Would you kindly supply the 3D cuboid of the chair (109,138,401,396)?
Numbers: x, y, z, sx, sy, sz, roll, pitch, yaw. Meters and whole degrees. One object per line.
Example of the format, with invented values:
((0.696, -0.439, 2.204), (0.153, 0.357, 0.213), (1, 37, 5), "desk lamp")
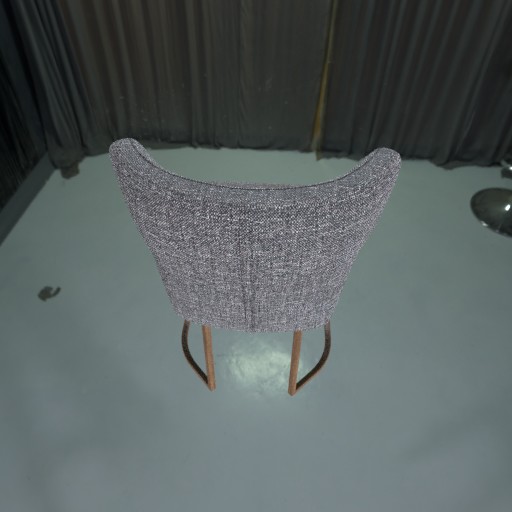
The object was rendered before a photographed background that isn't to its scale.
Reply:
((0.000, 0.000, 1.250), (0.611, 0.824, 0.617), (3, 46, 3), "chair")
